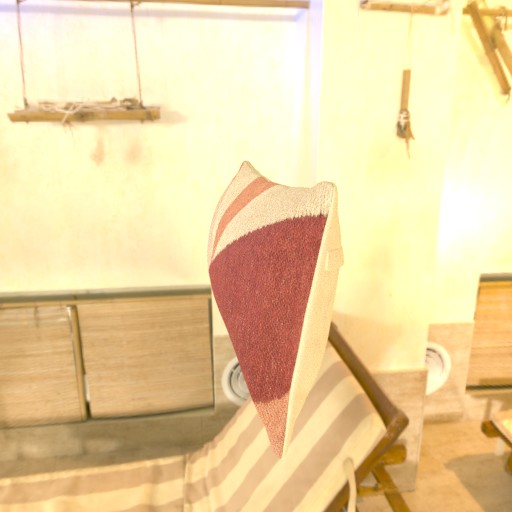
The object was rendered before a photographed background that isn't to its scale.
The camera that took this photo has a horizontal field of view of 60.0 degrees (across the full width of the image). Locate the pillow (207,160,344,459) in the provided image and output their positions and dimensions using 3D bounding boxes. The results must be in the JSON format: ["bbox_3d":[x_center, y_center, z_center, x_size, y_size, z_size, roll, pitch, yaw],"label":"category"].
[{"bbox_3d":[0.000,0.000,0.725,0.155,0.292,0.609,-2,15,-9],"label":"pillow"}]
